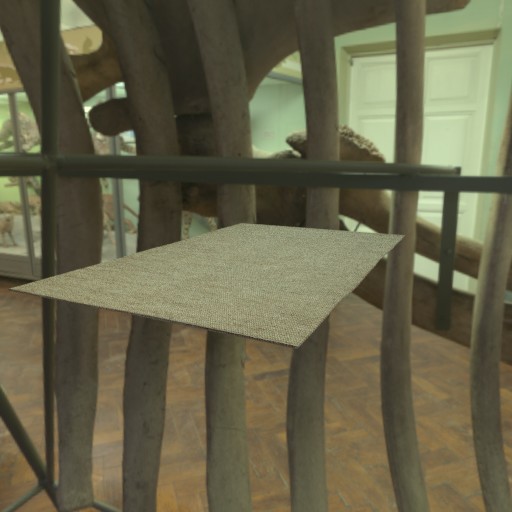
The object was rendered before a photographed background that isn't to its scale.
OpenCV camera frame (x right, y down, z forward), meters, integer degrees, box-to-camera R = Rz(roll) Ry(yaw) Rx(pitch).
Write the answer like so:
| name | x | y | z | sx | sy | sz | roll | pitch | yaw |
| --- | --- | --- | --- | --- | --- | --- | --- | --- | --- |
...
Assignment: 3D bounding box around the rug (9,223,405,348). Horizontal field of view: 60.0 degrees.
| name | x | y | z | sx | sy | sz | roll | pitch | yaw |
| --- | --- | --- | --- | --- | --- | --- | --- | --- | --- |
| rug | 0.000 | 0.000 | 2.921 | 1.533 | 0.011 | 2.439 | 6 | 14 | 26 |
